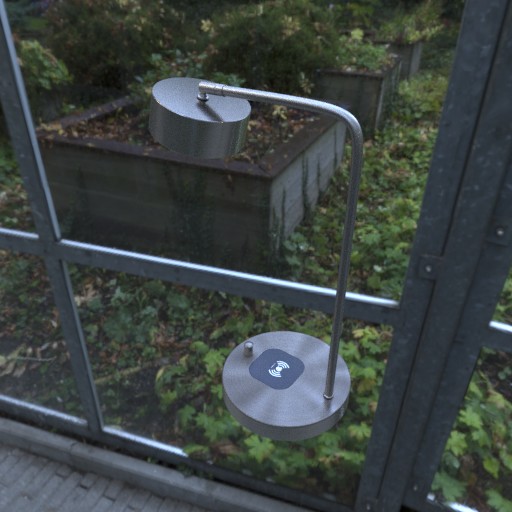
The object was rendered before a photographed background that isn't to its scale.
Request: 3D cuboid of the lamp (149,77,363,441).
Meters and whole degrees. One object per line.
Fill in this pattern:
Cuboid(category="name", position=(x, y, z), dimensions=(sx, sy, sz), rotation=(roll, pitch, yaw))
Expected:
Cuboid(category="lamp", position=(0.000, 0.000, 0.656), dimensions=(0.334, 0.469, 0.211), rotation=(21, 37, 31))
